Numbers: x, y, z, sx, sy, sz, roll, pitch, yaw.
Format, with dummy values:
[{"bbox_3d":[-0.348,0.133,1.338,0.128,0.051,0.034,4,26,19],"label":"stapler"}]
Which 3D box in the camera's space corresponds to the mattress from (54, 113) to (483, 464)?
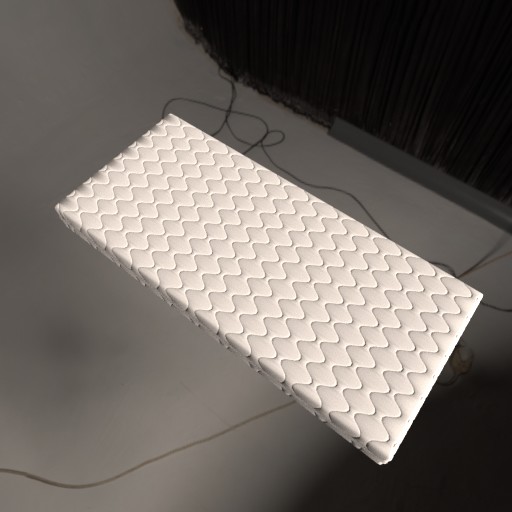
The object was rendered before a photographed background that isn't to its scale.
[{"bbox_3d":[0.000,0.000,2.256,2.000,0.200,0.900,33,65,18],"label":"mattress"}]
